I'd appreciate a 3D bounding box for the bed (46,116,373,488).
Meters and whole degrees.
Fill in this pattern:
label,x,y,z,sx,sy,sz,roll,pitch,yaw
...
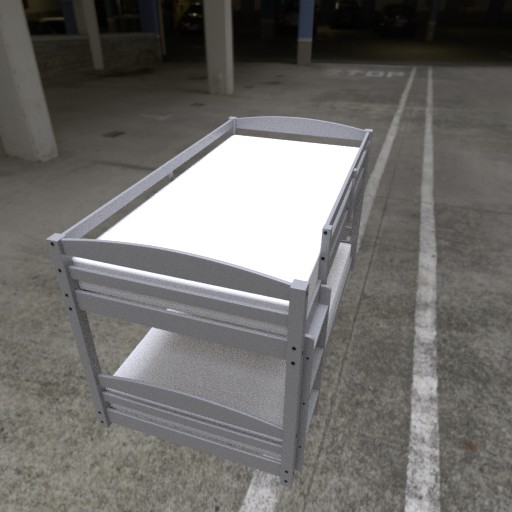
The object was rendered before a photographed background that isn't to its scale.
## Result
label,x,y,z,sx,sy,sz,roll,pitch,yaw
bed,0.000,0.000,2.737,1.105,1.206,2.013,10,33,16
